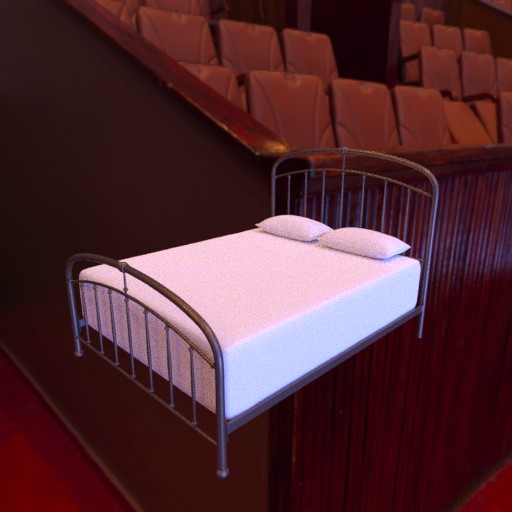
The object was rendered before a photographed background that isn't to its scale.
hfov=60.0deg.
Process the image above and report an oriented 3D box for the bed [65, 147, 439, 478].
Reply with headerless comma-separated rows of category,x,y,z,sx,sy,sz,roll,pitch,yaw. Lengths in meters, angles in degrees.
bed,0.000,0.000,3.254,2.168,1.475,1.711,-16,23,-42
